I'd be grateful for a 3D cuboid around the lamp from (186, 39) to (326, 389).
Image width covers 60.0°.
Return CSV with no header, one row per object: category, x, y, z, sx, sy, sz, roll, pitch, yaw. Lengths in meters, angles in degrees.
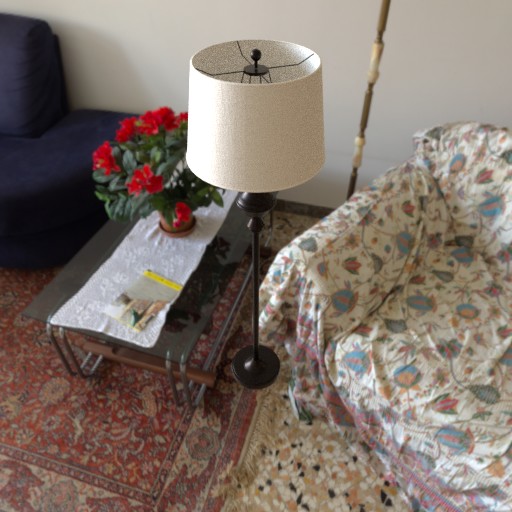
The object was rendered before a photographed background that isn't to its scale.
lamp,0.000,0.000,1.675,0.431,1.484,0.431,0,42,0
